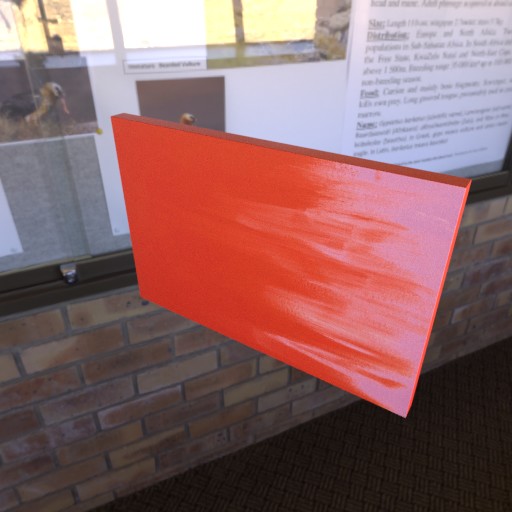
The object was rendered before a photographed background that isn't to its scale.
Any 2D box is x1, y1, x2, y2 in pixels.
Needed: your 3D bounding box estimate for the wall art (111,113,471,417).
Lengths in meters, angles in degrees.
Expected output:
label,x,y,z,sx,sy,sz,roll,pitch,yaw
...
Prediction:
label,x,y,z,sx,sy,sz,roll,pitch,yaw
wall art,0.000,0.000,0.775,0.607,0.405,0.033,19,36,28
